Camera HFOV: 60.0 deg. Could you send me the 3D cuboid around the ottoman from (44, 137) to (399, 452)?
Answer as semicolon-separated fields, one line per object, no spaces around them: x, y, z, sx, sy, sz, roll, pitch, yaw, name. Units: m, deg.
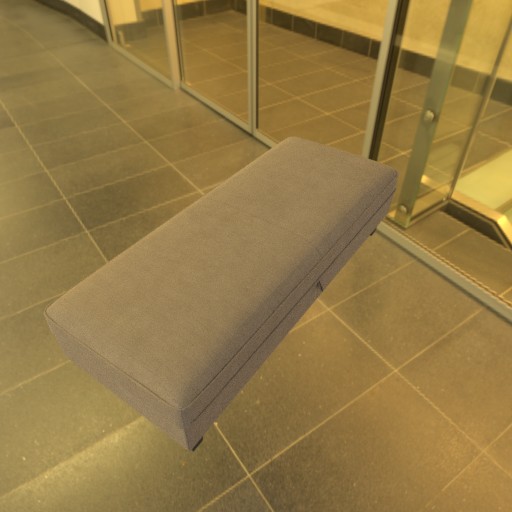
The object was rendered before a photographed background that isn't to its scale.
0.000;0.000;2.124;0.751;0.470;1.764;25;47;26;ottoman
